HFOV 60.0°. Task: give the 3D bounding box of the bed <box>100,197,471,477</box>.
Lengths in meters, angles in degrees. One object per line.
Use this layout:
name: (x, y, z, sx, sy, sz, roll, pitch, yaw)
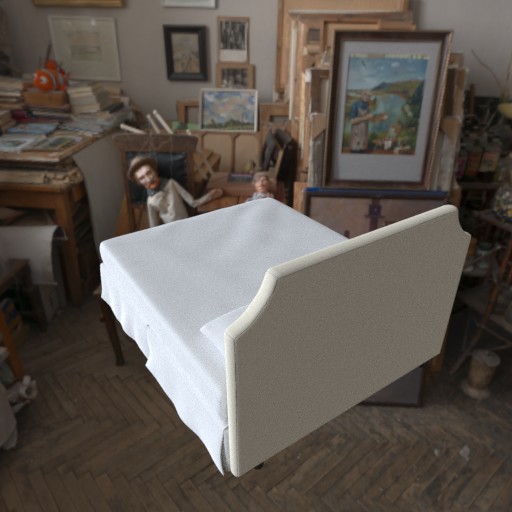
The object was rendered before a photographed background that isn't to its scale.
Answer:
bed: (0.000, 0.000, 4.147, 2.350, 1.590, 2.773, -19, 35, -29)
